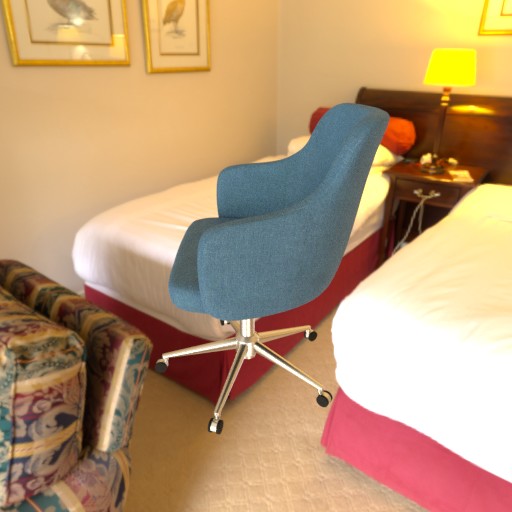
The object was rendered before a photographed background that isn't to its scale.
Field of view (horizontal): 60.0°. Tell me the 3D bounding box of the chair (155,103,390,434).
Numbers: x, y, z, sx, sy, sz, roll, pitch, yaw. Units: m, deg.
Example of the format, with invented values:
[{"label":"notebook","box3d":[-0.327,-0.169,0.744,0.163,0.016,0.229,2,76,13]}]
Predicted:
[{"label":"chair","box3d":[0.000,0.000,1.290,0.655,0.820,0.599,0,25,0]}]
